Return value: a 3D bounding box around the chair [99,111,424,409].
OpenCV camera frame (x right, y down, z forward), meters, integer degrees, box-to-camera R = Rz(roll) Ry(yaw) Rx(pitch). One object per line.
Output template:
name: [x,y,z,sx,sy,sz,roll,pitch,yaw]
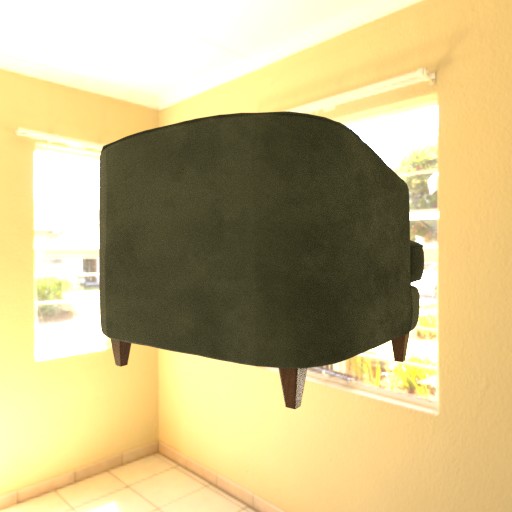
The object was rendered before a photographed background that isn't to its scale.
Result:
chair: [0.000,0.000,1.782,1.104,0.852,0.941,1,1,36]
